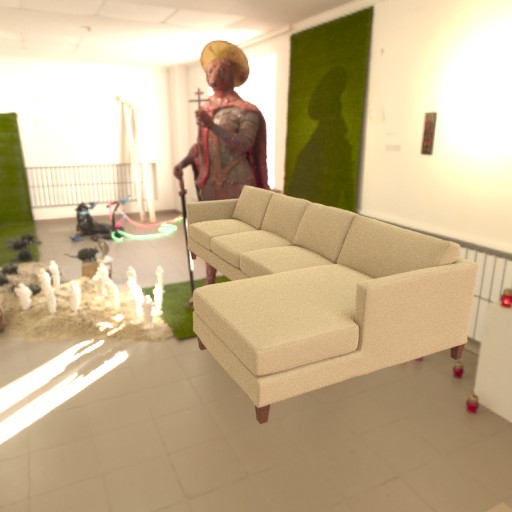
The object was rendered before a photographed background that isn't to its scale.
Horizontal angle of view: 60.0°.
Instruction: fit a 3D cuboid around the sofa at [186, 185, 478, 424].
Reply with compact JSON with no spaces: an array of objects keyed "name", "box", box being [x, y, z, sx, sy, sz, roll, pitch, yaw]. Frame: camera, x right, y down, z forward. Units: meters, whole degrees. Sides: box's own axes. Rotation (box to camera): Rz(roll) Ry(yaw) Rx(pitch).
[{"name":"sofa","box":[0.000,0.000,3.917,1.625,0.861,3.186,-8,18,-26]}]
